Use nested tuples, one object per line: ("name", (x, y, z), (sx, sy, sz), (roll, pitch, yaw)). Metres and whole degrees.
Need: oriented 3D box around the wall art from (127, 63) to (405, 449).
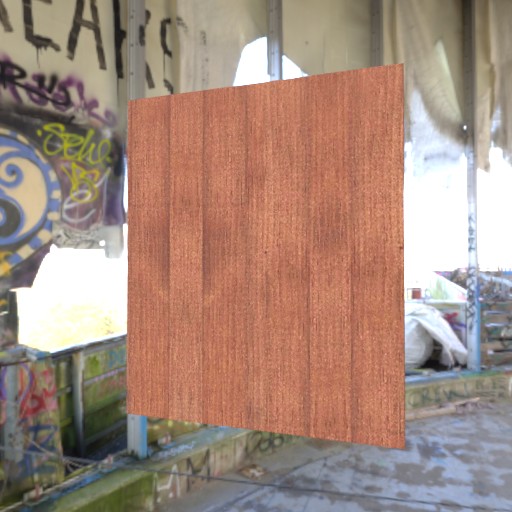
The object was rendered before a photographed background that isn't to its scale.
("wall art", (0.000, 0.000, 0.594), (0.377, 0.449, 0.039), (0, -1, 19))
